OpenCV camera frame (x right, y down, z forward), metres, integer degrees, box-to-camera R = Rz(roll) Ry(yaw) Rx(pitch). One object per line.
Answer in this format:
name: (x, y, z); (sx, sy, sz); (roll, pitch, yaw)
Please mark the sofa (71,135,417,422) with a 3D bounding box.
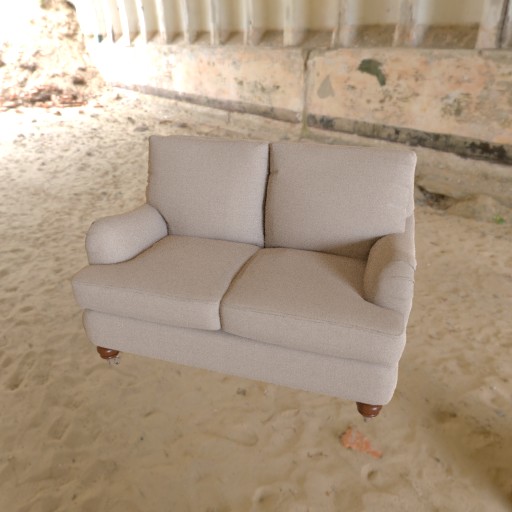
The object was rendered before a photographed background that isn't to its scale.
sofa: (0.000, 0.000, 2.253); (1.508, 1.048, 1.087); (8, 28, 15)
